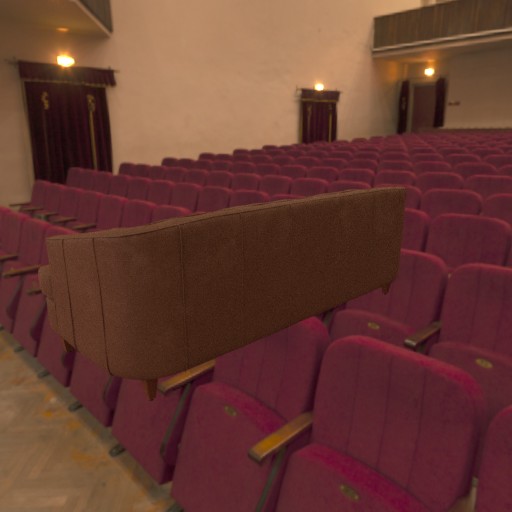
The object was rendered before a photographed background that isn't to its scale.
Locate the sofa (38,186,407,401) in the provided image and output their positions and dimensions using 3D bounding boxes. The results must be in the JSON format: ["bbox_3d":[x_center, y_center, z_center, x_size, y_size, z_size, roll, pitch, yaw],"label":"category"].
[{"bbox_3d":[0.000,0.000,2.669,2.227,0.787,0.927,-14,21,-42],"label":"sofa"}]
